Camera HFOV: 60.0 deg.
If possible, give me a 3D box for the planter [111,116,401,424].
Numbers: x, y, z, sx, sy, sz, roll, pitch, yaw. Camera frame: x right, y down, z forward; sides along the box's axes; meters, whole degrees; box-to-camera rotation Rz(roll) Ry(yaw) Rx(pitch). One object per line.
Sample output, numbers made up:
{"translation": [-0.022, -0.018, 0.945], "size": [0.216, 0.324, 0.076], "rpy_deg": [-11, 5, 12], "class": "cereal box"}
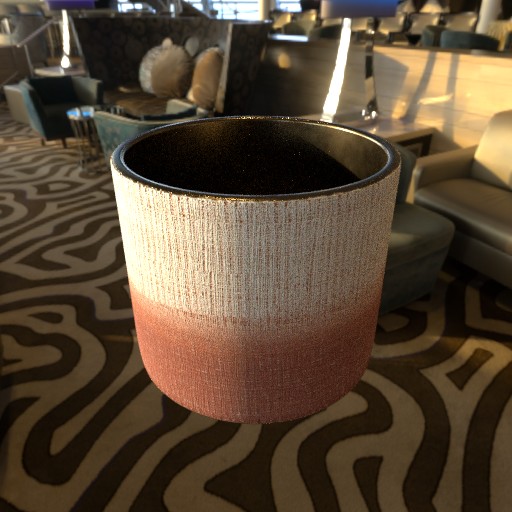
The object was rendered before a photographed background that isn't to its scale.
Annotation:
{"translation": [0.000, 0.000, 0.314], "size": [0.178, 0.157, 0.178], "rpy_deg": [0, 30, 0], "class": "planter"}
